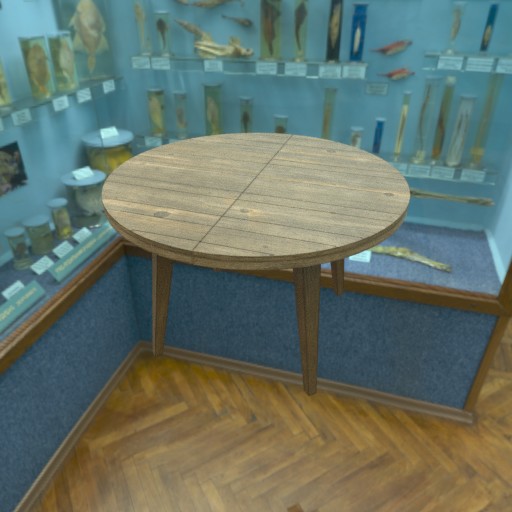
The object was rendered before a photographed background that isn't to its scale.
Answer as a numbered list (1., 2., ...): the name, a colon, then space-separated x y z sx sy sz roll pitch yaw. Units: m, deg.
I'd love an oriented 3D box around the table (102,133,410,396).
1. table: 0.000 0.000 2.020 1.213 0.764 1.213 0 32 0
